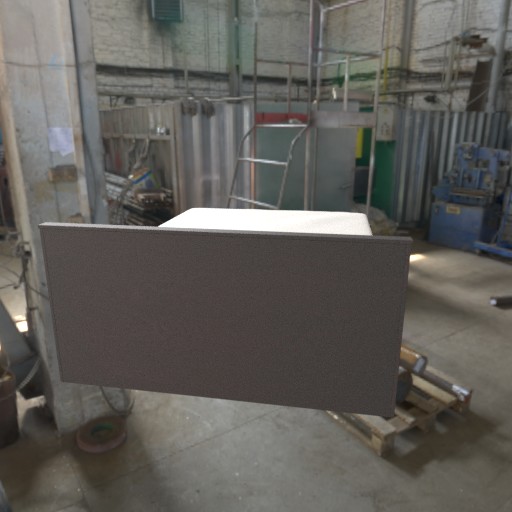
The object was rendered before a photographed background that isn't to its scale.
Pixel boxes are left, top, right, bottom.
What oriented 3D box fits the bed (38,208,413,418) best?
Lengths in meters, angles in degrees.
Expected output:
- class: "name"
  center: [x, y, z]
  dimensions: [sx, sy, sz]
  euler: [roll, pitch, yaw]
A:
- class: "bed"
  center: [0.000, 0.000, 2.980]
  dimensions: [1.634, 0.808, 2.103]
  euler: [3, 16, 10]
